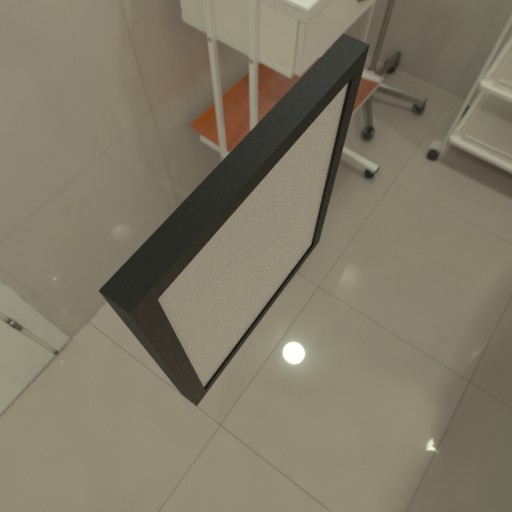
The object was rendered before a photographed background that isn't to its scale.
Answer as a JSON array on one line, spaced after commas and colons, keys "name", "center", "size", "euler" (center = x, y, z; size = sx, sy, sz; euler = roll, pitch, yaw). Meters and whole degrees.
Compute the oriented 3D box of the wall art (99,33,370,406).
[{"name": "wall art", "center": [0.000, 0.000, 0.530], "size": [0.029, 0.381, 0.330], "euler": [32, 67, 16]}]
